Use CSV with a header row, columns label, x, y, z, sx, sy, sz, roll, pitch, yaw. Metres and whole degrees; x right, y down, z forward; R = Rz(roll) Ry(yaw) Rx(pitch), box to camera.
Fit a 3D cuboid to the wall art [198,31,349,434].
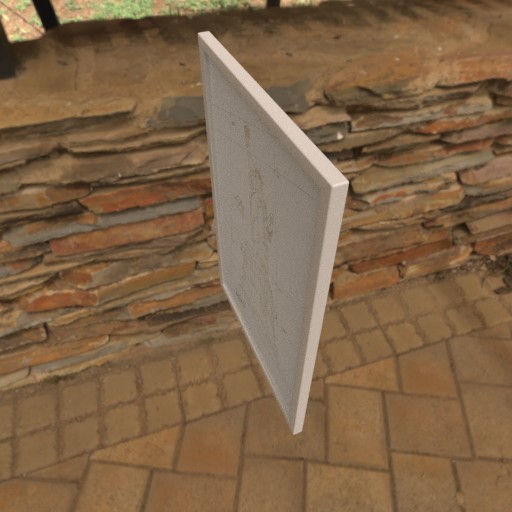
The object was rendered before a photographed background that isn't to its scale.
label,x,y,z,sx,sy,sz,roll,pitch,yaw
wall art,0.000,0.000,1.039,0.026,0.813,0.556,-17,49,-16
